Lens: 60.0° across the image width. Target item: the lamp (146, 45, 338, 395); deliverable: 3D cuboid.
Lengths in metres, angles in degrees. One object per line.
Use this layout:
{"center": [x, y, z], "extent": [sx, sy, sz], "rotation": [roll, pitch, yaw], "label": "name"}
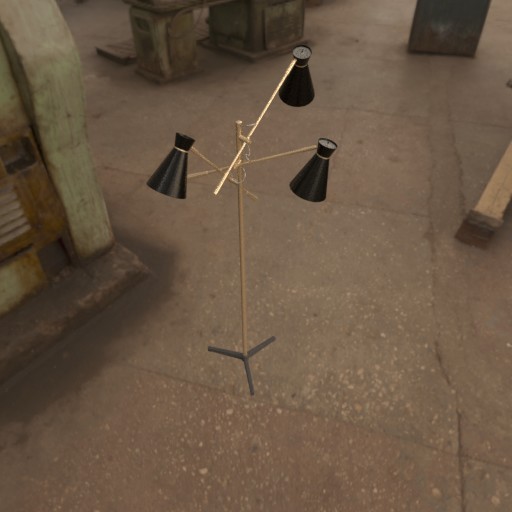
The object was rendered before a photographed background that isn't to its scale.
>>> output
{"center": [0.000, 0.000, 2.152], "extent": [0.653, 1.804, 0.750], "rotation": [13, 43, 14], "label": "lamp"}
